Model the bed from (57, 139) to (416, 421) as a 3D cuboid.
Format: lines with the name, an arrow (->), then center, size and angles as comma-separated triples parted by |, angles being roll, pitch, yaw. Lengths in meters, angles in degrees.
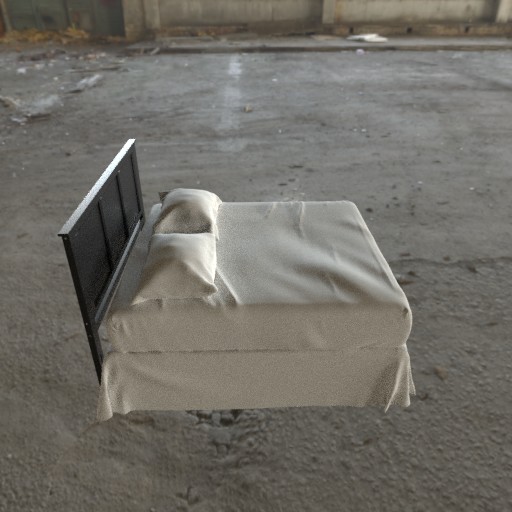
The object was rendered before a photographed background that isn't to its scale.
bed -> 0.000, 0.000, 3.263 | 2.050, 1.270, 1.870 | -1, 31, -1
